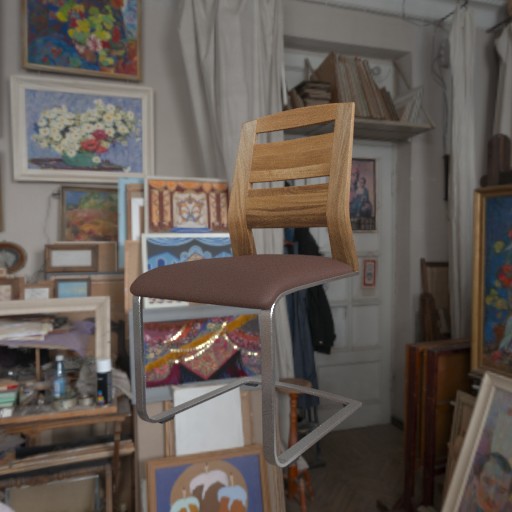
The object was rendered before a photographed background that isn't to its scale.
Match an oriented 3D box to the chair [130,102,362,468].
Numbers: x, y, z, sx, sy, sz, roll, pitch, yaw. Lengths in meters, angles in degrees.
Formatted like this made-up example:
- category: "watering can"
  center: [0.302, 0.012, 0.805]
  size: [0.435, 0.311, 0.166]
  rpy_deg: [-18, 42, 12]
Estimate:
- category: "chair"
  center: [0.000, 0.000, 1.297]
  size: [0.460, 0.970, 0.570]
  rpy_deg: [1, 2, 35]
